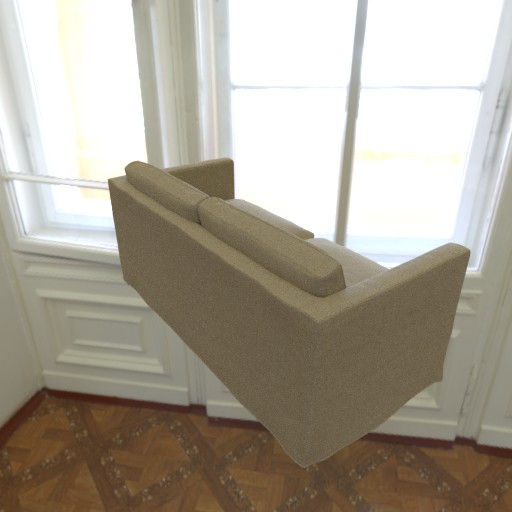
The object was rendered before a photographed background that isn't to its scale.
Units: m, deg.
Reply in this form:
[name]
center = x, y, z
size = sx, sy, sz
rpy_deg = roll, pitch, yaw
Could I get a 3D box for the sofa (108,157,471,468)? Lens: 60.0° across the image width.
[sofa]
center = 0.000, 0.000, 2.507
size = 0.956, 0.847, 1.987
rpy_deg = -19, 32, -32
